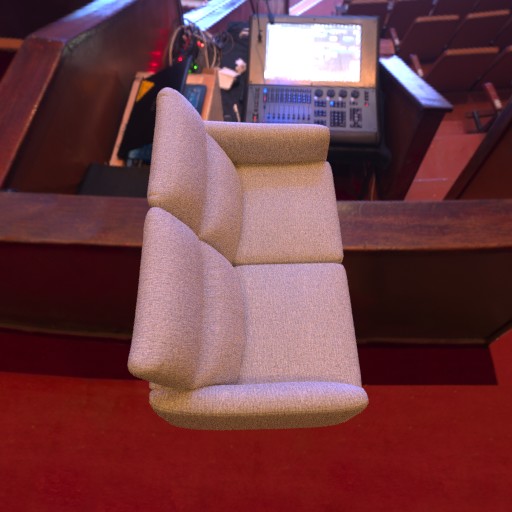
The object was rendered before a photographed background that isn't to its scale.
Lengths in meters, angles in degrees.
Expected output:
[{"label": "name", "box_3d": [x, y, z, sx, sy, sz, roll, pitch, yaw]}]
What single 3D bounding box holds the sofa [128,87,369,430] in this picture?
[{"label": "sofa", "box_3d": [0.000, 0.000, 2.160, 0.905, 0.950, 1.540, -1, 62, -1]}]
